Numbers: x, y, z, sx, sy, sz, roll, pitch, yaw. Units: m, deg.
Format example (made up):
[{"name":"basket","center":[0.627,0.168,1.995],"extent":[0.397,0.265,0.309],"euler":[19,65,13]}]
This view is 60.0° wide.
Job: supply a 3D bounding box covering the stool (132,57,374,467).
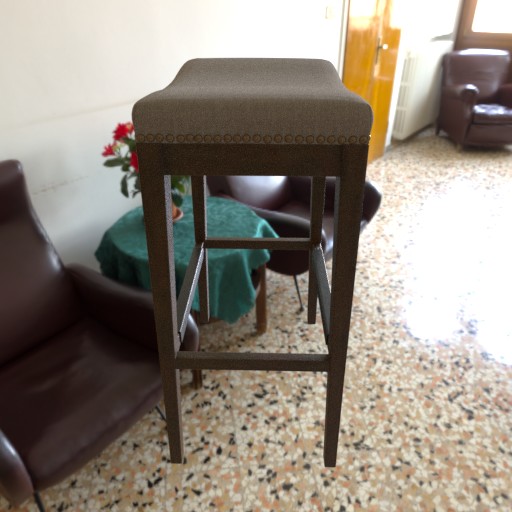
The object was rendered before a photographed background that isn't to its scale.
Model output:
[{"name":"stool","center":[0.000,0.000,0.983],"extent":[0.356,0.762,0.508],"euler":[1,31,1]}]
